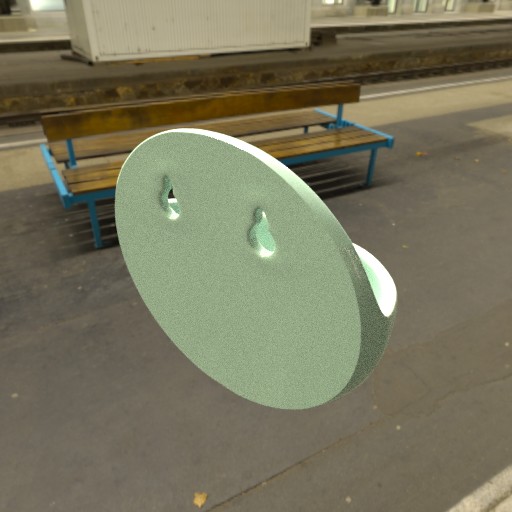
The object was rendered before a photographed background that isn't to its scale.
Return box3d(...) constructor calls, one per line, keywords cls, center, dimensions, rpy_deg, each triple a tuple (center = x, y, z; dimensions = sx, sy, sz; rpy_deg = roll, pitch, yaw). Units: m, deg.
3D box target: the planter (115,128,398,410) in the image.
box3d(cls="planter", center=(0.000, 0.000, 0.269), dimensions=(0.189, 0.164, 0.073), rpy_deg=(23, 38, 32))
